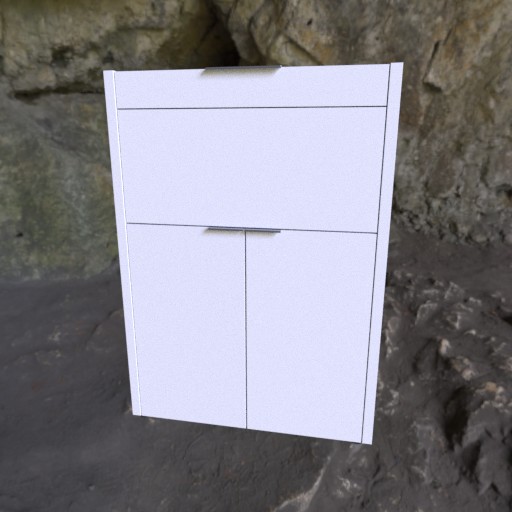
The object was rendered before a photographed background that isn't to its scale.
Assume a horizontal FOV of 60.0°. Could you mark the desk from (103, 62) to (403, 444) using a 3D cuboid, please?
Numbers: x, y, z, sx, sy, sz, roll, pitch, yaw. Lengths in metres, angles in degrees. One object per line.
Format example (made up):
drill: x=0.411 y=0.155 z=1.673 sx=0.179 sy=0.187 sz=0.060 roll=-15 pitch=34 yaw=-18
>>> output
desk: x=0.000 y=0.000 z=1.562 sx=0.850 sy=1.190 sz=0.390 roll=3 pitch=16 yaw=10
